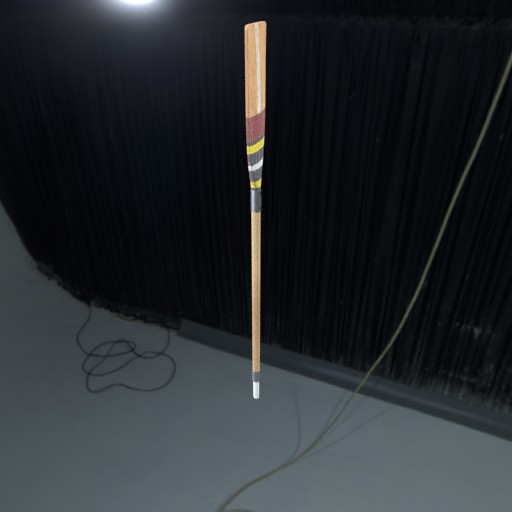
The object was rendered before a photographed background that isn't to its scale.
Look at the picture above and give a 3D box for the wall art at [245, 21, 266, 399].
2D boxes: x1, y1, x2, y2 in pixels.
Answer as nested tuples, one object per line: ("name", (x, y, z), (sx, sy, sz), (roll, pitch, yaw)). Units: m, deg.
("wall art", (0.000, 0.000, 1.667), (0.038, 1.556, 0.146), (11, 33, 18))
